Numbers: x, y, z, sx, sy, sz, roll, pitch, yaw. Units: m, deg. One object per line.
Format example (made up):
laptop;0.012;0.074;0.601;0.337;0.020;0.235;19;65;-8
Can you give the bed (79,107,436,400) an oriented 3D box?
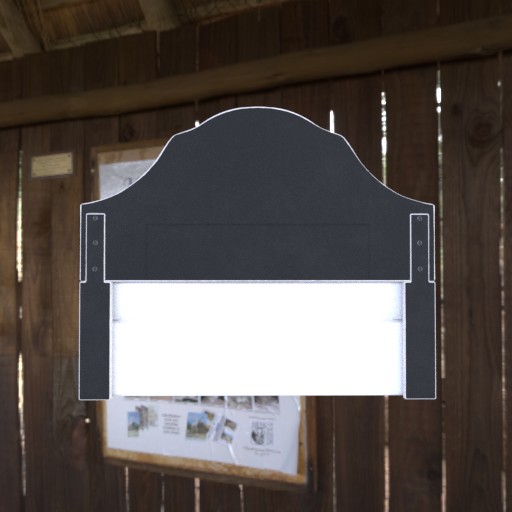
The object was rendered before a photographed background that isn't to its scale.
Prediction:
bed;0.000;0.000;3.670;2.039;1.617;2.477;0;-1;-1
